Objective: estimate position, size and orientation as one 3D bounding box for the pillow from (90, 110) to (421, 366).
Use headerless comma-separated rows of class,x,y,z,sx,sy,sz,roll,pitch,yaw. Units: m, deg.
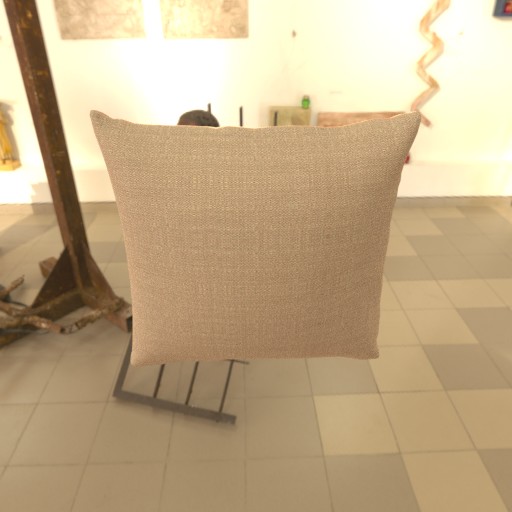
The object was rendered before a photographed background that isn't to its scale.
pillow,0.000,0.000,0.806,0.521,0.519,0.215,-1,30,-2
